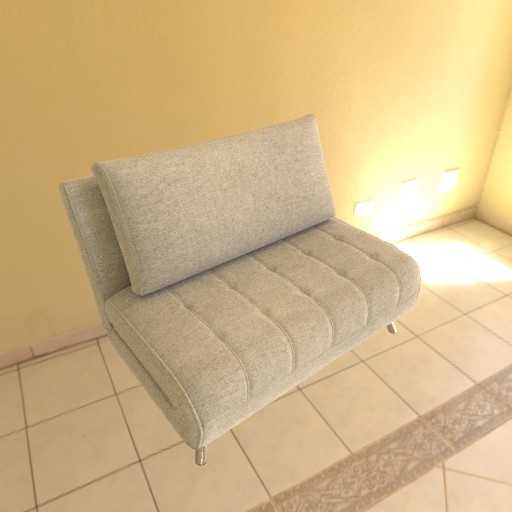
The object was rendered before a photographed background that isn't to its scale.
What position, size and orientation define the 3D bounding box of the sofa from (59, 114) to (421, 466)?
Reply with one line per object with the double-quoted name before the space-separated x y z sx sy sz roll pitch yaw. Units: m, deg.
"sofa" 0.000 0.000 1.866 1.220 0.910 0.910 -23 39 -32
